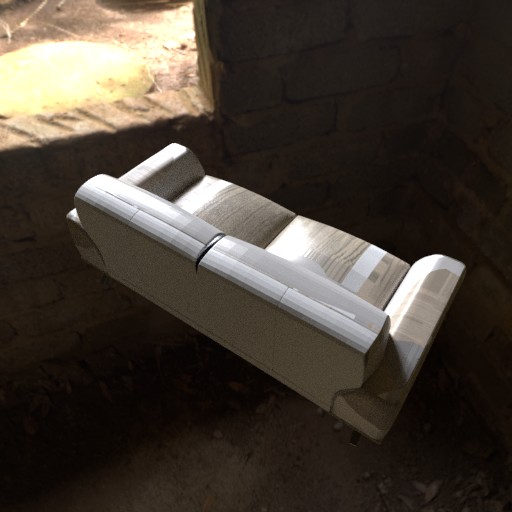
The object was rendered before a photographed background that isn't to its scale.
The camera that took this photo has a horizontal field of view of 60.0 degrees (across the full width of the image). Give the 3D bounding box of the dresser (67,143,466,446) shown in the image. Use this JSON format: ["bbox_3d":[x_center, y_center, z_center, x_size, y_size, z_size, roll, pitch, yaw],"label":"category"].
[{"bbox_3d":[0.000,0.000,5.751,4.679,1.863,2.251,27,52,23],"label":"dresser"}]
